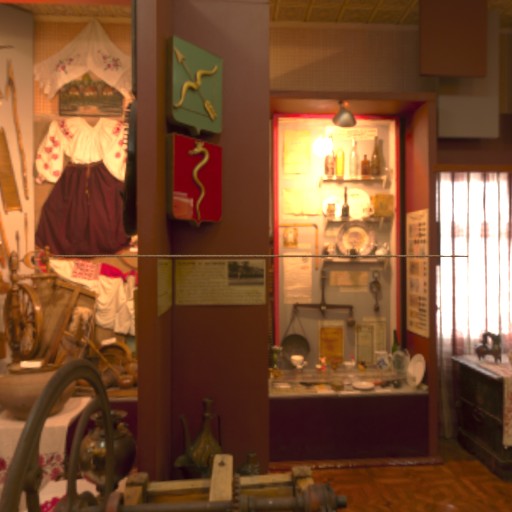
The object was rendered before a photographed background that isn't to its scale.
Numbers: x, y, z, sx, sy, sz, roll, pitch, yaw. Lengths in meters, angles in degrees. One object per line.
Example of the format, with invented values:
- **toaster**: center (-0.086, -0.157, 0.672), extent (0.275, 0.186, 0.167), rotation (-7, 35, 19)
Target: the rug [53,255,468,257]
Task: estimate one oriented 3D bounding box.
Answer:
- **rug**: center (0.000, 0.000, 3.999), extent (2.363, 0.012, 2.980), rotation (0, 0, -2)
